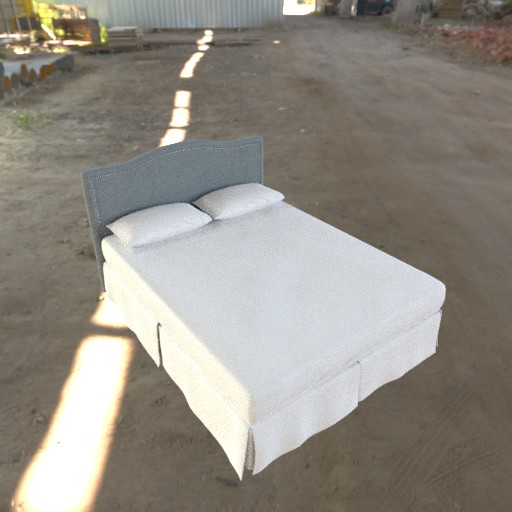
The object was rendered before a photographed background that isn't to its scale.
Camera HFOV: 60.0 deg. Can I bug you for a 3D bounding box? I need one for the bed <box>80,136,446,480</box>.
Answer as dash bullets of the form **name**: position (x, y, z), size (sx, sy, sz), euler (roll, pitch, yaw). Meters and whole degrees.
- **bed**: position (0.000, 0.000, 3.967), size (2.161, 1.457, 2.689), euler (-21, 36, -31)
